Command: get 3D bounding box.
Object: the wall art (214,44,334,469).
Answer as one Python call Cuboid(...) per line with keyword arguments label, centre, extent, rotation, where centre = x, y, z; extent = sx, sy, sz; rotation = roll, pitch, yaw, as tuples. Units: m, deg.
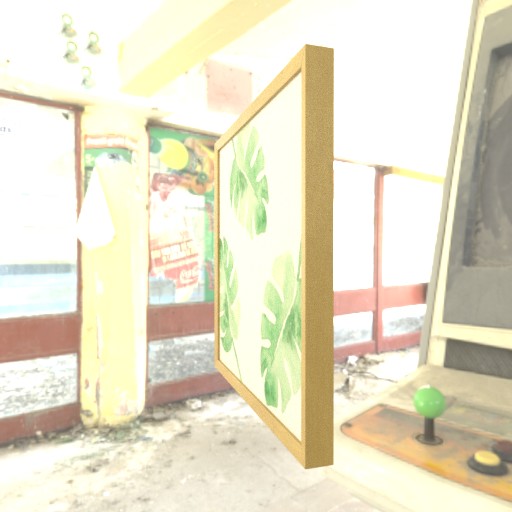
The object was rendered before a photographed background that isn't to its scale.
Cuboid(label="wall art", centre=(0.000, 0.000, 0.775), extent=(0.038, 0.508, 0.508), rotation=(0, 0, -18))
